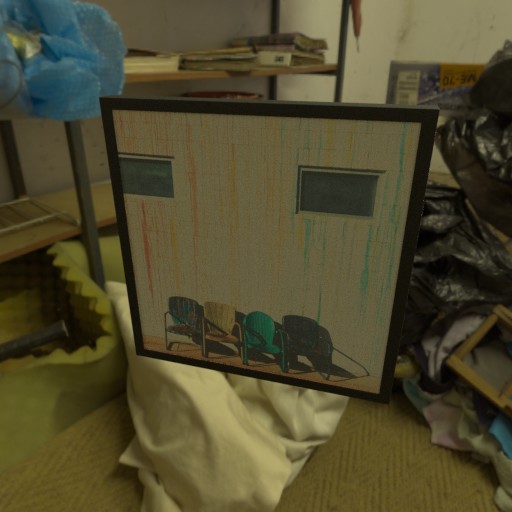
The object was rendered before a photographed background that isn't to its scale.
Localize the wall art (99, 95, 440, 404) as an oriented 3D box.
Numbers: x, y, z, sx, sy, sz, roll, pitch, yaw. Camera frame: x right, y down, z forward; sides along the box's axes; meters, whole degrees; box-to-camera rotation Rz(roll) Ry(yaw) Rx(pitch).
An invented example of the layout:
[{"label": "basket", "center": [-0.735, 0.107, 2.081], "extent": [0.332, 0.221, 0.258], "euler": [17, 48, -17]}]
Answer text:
[{"label": "wall art", "center": [0.000, 0.000, 0.762], "extent": [0.506, 0.506, 0.037], "euler": [7, 27, 14]}]
